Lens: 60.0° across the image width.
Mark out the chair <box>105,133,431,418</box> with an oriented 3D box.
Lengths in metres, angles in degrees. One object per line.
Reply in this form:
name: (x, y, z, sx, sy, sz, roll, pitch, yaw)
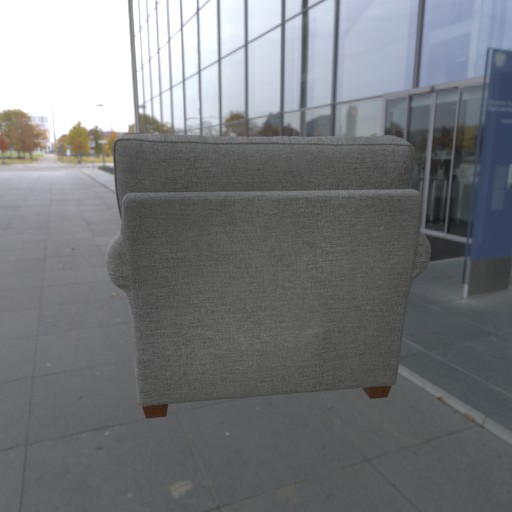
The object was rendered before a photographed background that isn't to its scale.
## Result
chair: (0.000, 0.000, 1.844, 1.092, 0.961, 0.965, -2, 13, -9)
